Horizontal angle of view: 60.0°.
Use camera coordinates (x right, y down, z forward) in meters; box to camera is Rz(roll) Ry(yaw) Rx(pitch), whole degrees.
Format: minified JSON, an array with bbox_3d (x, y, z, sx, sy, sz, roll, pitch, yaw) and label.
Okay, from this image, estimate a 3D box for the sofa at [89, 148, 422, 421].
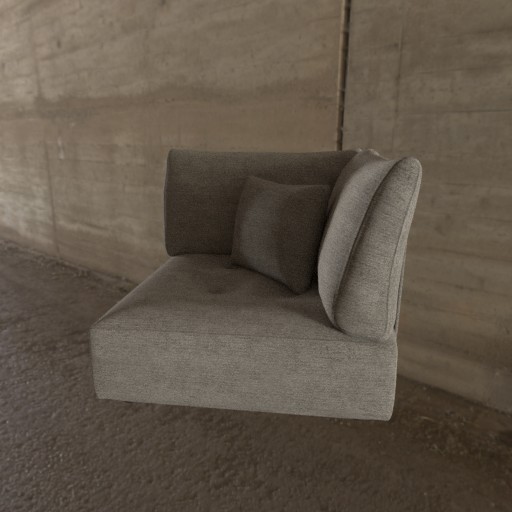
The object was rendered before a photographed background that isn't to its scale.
[{"bbox_3d":[0.000,0.000,1.766,1.000,0.820,1.000,2,15,7],"label":"sofa"}]
